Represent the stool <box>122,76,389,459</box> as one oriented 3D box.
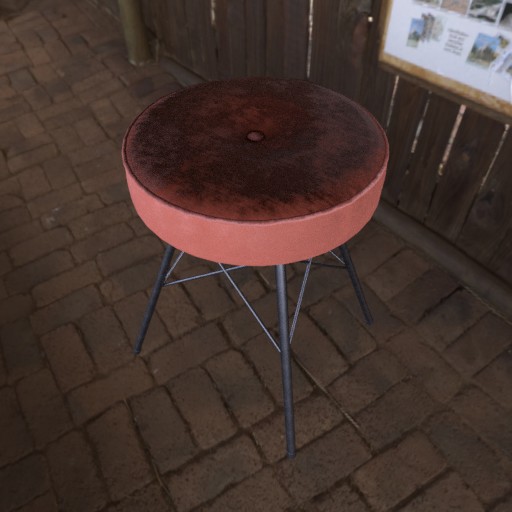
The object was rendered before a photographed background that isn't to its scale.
[{"bbox_3d":[0.000,0.000,0.896,0.457,0.593,0.421,26,52,22],"label":"stool"}]
